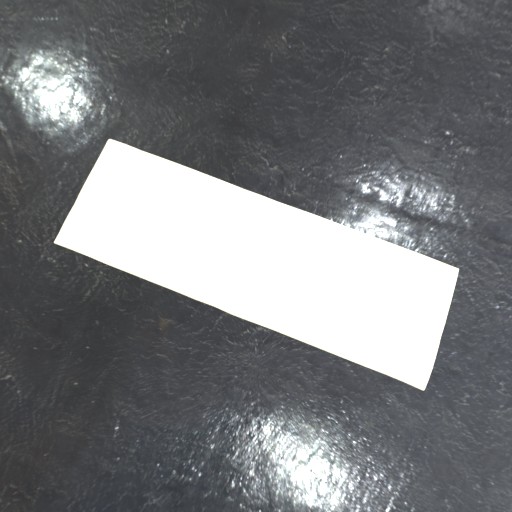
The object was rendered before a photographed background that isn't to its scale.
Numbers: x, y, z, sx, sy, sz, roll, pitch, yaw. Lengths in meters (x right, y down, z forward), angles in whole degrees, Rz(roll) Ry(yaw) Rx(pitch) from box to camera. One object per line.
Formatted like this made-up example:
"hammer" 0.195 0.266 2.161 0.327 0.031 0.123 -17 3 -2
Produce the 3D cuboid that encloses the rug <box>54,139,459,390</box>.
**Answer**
"rug" 0.000 0.000 2.790 2.450 0.014 0.793 21 77 5
